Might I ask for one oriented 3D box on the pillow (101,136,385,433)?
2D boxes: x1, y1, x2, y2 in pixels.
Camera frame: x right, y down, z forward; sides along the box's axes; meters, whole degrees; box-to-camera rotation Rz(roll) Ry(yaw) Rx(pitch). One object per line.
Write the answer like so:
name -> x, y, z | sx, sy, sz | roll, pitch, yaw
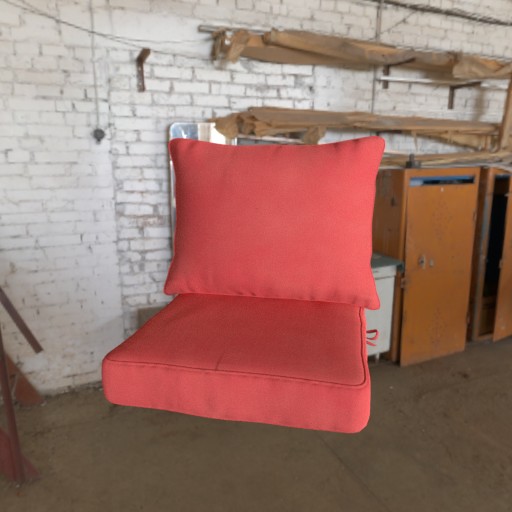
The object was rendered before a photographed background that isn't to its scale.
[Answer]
pillow -> 0.000, 0.000, 1.361 | 0.798, 0.725, 0.733 | 3, 14, 11
